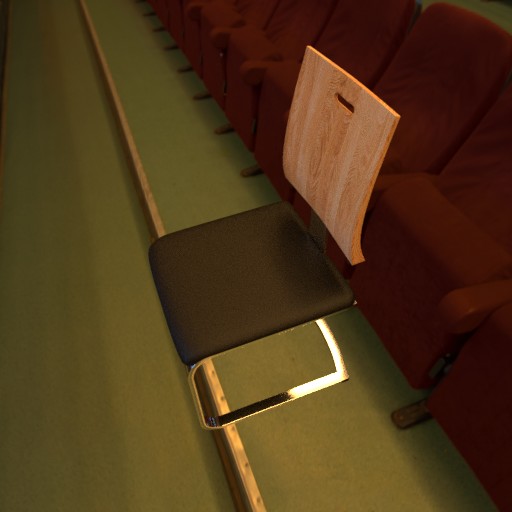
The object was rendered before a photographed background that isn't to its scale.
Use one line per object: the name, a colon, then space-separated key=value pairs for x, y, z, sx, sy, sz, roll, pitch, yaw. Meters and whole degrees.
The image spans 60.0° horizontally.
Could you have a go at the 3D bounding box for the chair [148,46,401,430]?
chair: x=0.000 y=0.000 z=1.227 sx=0.560 sy=0.936 sz=0.462 roll=-16 pitch=47 yaw=-15
